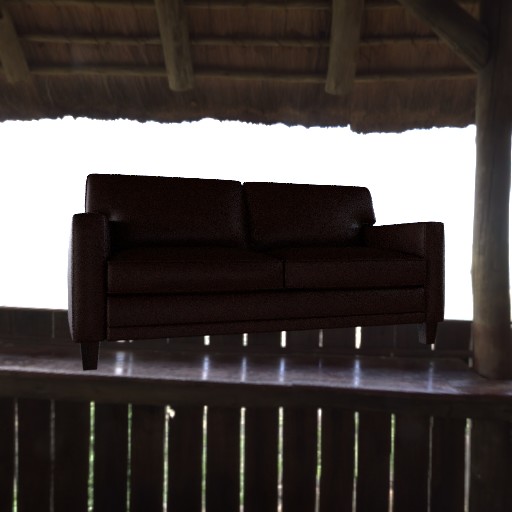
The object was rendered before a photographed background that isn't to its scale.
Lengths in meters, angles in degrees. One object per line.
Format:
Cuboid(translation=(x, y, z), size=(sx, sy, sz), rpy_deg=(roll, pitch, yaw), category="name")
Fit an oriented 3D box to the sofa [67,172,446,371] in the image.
Cuboid(translation=(0.000, 0.000, 2.435), size=(1.876, 0.928, 0.912), rpy_deg=(0, 1, -18), category="sofa")
